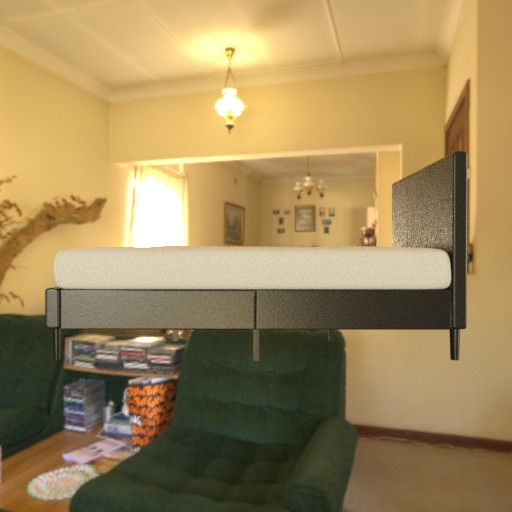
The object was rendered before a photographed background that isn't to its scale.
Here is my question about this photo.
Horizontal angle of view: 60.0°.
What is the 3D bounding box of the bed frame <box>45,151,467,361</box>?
[{"bbox_3d":[0.000,0.000,2.564,2.152,1.046,1.038,0,0,0],"label":"bed frame"}]
